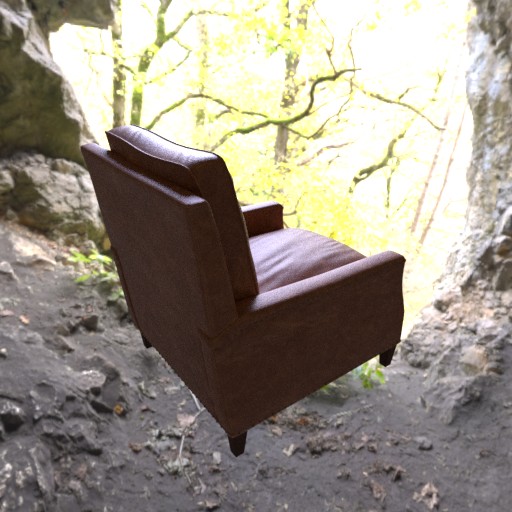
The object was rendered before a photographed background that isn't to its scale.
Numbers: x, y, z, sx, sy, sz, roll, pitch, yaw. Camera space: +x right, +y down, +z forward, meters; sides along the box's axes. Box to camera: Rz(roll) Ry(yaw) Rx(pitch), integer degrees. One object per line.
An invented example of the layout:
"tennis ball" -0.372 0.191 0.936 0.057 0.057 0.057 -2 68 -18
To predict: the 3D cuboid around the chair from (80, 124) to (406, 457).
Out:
"chair" 0.000 0.000 1.830 1.035 1.054 0.854 -18 31 -32
